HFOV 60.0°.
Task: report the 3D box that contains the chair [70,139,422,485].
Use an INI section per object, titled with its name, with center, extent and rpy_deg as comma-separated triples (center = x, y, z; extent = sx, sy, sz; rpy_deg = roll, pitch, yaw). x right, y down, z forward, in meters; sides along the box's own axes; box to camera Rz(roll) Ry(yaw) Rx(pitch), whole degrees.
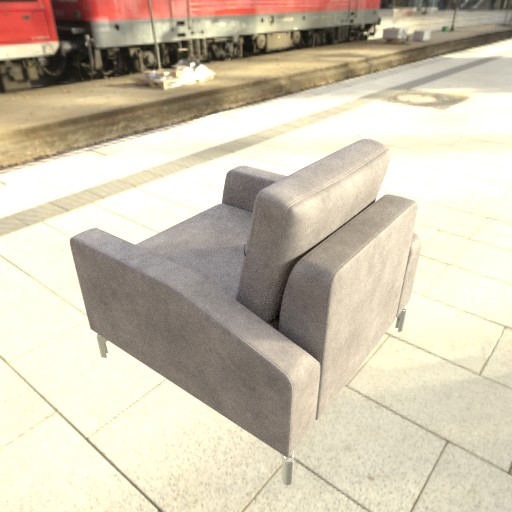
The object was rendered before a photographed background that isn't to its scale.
[chair]
center = 0.000, 0.000, 1.581
extent = 0.900, 0.800, 0.900
rpy_deg = 21, 37, 31
